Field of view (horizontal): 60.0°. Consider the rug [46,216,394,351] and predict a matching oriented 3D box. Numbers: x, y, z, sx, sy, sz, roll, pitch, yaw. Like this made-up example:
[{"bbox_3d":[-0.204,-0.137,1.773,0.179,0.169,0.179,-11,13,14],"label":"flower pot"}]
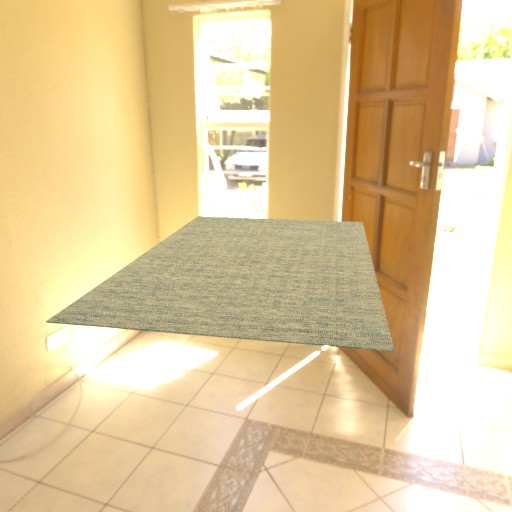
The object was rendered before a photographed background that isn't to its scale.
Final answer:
[{"bbox_3d":[0.000,0.000,2.237,1.142,0.006,1.752,3,17,10],"label":"rug"}]
